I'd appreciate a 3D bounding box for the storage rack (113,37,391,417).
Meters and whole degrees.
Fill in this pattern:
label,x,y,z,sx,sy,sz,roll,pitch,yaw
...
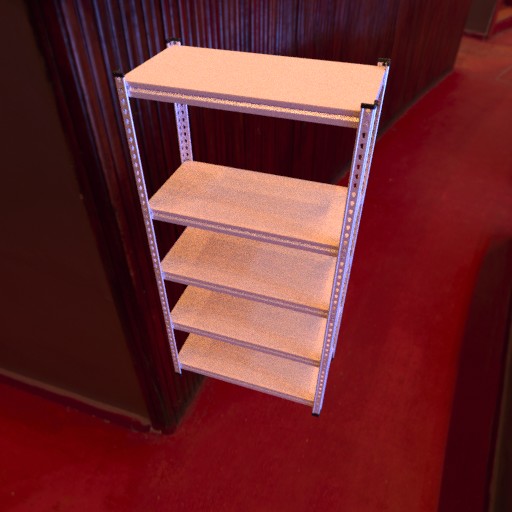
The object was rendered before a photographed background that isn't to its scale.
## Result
label,x,y,z,sx,sy,sz,roll,pitch,yaw
storage rack,0.000,0.000,2.203,0.914,1.829,0.457,12,43,14
